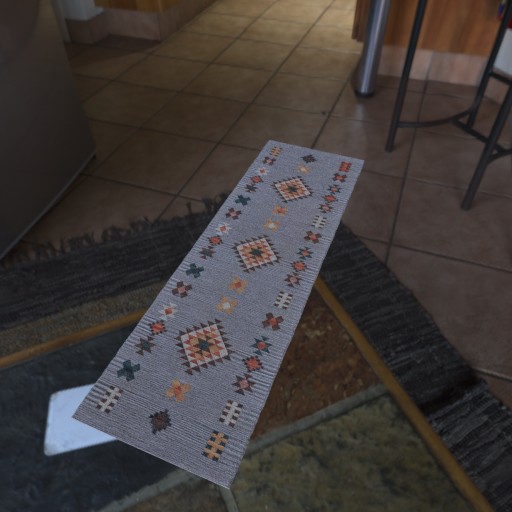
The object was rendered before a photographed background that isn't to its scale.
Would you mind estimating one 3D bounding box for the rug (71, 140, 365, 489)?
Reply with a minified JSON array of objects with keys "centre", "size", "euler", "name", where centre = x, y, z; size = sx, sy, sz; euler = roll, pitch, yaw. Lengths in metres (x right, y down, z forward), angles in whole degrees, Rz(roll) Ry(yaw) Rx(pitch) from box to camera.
[{"centre":[0.000,0.000,2.621],"size":[0.766,0.008,2.432],"euler":[16,48,15],"name":"rug"}]
